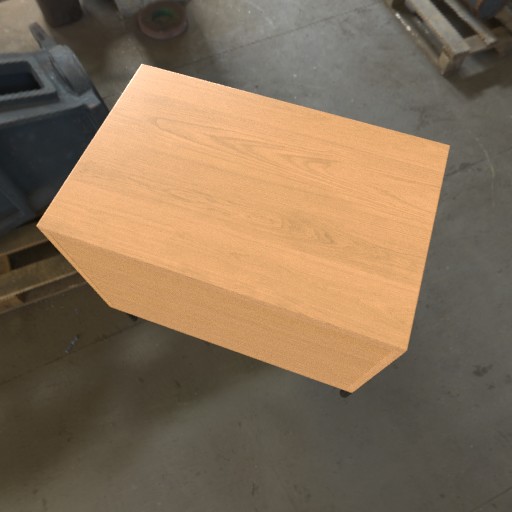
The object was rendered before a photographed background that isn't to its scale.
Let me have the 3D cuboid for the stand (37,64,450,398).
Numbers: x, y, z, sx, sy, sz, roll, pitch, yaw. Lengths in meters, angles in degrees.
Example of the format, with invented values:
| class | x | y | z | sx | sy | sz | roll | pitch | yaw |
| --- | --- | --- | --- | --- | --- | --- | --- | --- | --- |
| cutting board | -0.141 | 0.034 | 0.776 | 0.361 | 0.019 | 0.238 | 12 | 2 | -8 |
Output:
| class | x | y | z | sx | sy | sz | roll | pitch | yaw |
| --- | --- | --- | --- | --- | --- | --- | --- | --- | --- |
| stand | 0.000 | 0.000 | 0.999 | 0.630 | 0.600 | 0.400 | 18 | 66 | 8 |
